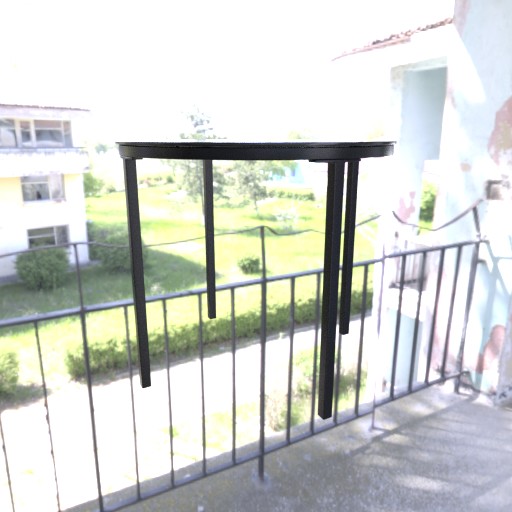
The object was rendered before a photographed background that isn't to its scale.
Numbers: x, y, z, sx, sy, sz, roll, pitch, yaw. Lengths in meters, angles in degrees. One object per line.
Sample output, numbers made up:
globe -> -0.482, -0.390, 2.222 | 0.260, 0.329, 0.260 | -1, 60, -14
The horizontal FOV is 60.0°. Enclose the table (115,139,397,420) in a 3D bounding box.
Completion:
table -> 0.000, 0.000, 0.878 | 0.499, 0.443, 0.499 | 0, 15, 0
